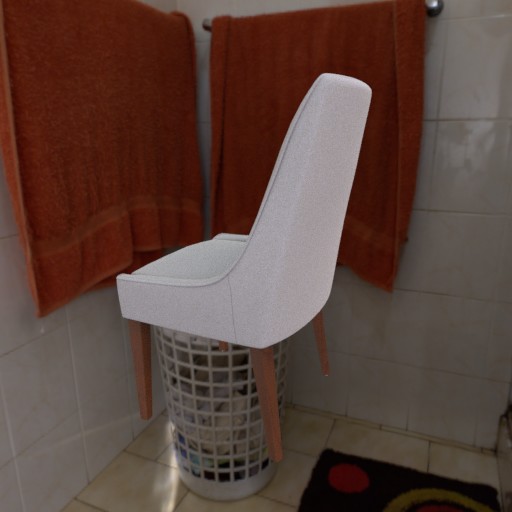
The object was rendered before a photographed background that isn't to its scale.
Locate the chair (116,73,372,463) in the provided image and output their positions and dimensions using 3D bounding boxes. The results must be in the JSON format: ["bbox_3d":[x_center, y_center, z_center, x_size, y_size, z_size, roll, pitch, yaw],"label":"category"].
[{"bbox_3d":[0.000,0.000,1.193,0.544,0.861,0.529,7,17,24],"label":"chair"}]
